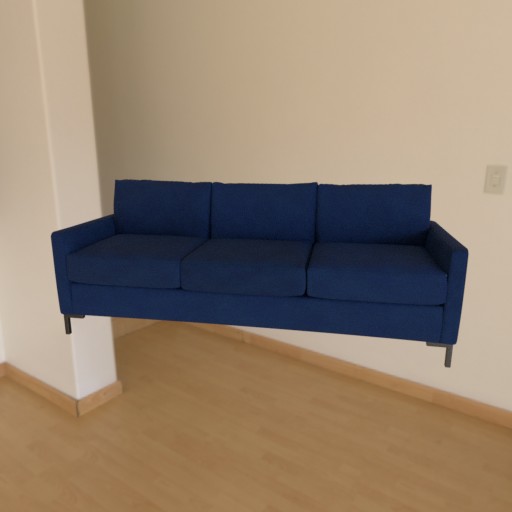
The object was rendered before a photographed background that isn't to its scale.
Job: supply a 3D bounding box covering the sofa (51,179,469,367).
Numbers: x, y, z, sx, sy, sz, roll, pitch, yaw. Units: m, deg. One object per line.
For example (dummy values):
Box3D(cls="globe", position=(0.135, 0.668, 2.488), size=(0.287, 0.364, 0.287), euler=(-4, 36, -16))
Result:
Box3D(cls="sofa", position=(0.000, 0.000, 2.735), size=(2.252, 0.879, 0.875), euler=(3, 15, 11))
